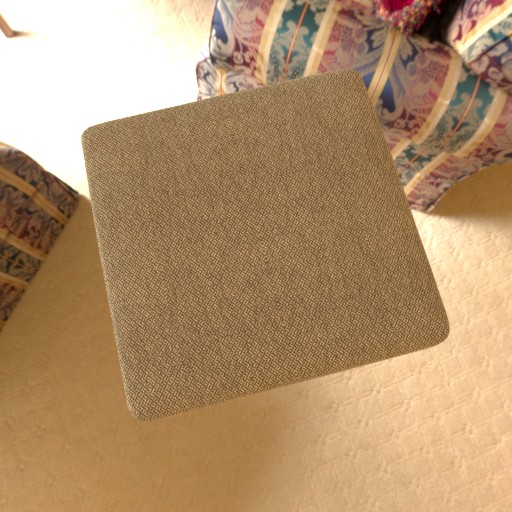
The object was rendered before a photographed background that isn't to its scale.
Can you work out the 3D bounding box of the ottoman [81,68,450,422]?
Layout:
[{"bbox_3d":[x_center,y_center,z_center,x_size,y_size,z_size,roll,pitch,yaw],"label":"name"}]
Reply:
[{"bbox_3d":[0.000,0.000,0.907,0.519,0.453,0.512,-14,76,-3],"label":"ottoman"}]
